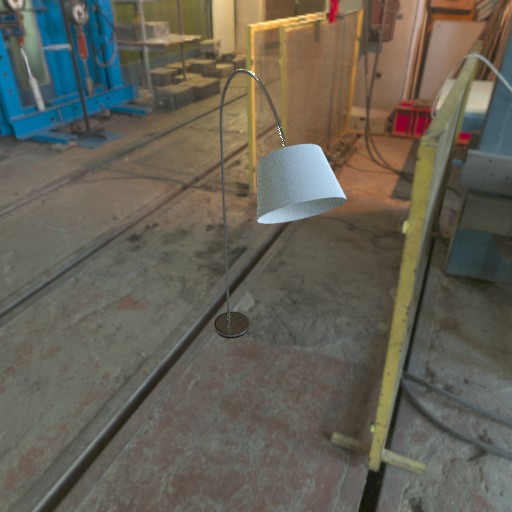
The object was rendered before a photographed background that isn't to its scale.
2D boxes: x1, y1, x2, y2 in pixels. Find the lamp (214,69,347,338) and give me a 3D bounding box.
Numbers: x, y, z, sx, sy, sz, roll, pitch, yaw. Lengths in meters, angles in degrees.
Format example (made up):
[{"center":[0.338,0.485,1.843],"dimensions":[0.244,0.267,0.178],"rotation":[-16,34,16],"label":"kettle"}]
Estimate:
[{"center":[0.000,0.000,2.726],"dimensions":[0.406,2.098,1.445],"rotation":[-12,34,-18],"label":"lamp"}]
